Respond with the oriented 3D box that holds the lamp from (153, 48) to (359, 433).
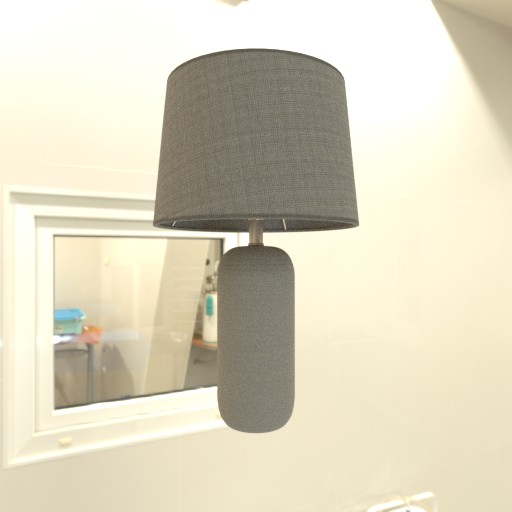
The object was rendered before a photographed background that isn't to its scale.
[{"bbox_3d":[0.000,0.000,0.808,0.367,0.609,0.367,0,0,0],"label":"lamp"}]
